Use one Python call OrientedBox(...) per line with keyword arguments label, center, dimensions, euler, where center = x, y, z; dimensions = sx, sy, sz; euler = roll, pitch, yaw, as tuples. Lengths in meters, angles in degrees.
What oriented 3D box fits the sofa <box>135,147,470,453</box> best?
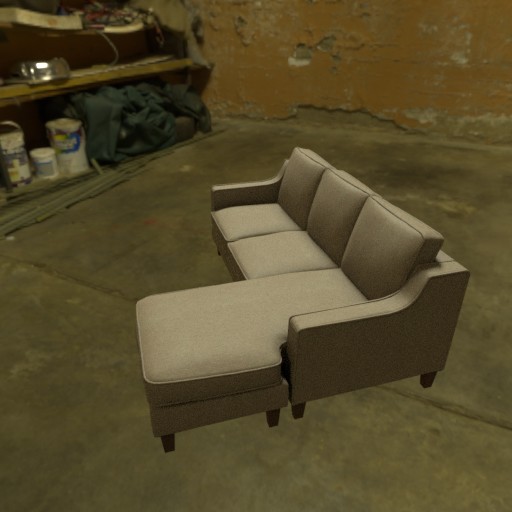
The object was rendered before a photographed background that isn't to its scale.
OrientedBox(label="sofa", center=(0.000, 0.000, 3.340), dimensions=(1.858, 1.081, 2.317), euler=(-8, 30, -14))
